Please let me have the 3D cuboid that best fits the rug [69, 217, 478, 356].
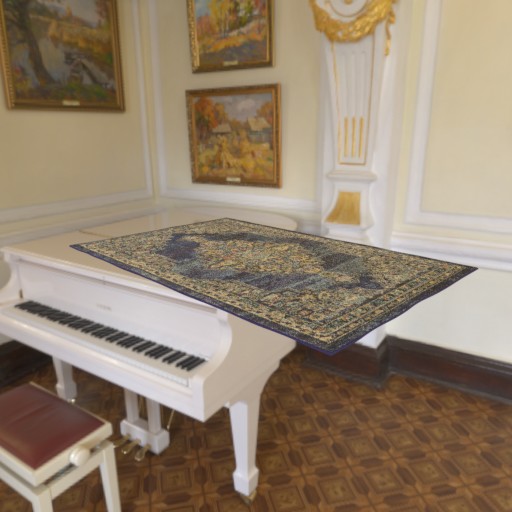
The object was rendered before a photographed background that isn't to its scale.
[{"bbox_3d":[0.000,0.000,2.279,1.781,0.012,1.184,15,22,43],"label":"rug"}]
